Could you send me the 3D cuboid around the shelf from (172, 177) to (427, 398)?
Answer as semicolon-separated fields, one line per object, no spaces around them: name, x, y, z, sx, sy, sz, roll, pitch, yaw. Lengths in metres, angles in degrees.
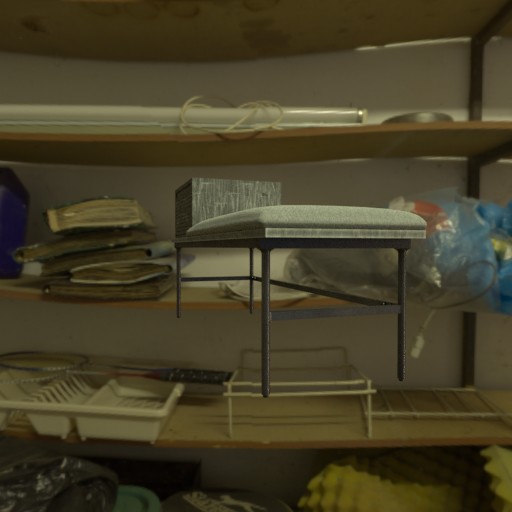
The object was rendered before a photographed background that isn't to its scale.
shelf;0.000;0.000;1.670;0.457;0.633;1.342;0;1;-19
